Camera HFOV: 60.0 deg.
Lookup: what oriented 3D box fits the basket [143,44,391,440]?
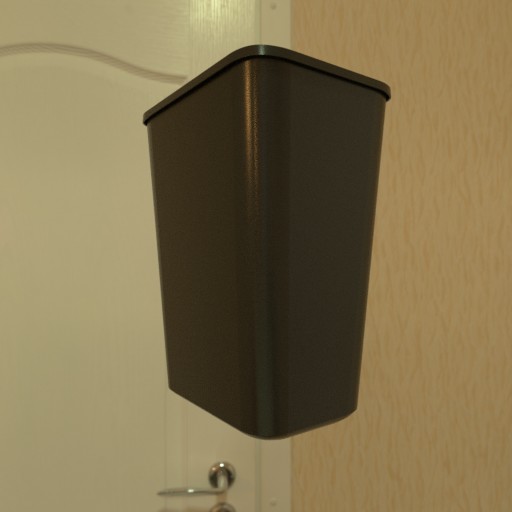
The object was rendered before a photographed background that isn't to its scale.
[{"bbox_3d":[0.000,0.000,0.767,0.287,0.521,0.394,0,0,-35],"label":"basket"}]
